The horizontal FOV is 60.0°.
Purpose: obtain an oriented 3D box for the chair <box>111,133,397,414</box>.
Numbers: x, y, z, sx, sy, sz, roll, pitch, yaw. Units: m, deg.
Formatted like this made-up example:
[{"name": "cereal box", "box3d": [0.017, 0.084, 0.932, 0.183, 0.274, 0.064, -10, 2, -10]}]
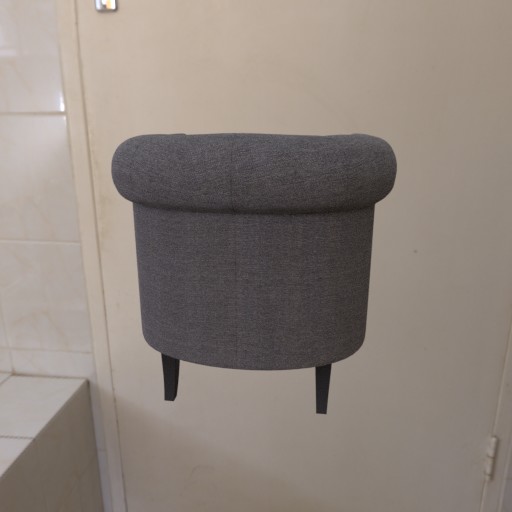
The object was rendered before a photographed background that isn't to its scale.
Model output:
[{"name": "chair", "box3d": [0.000, 0.000, 1.543, 0.905, 0.827, 0.852, 2, 16, 8]}]
